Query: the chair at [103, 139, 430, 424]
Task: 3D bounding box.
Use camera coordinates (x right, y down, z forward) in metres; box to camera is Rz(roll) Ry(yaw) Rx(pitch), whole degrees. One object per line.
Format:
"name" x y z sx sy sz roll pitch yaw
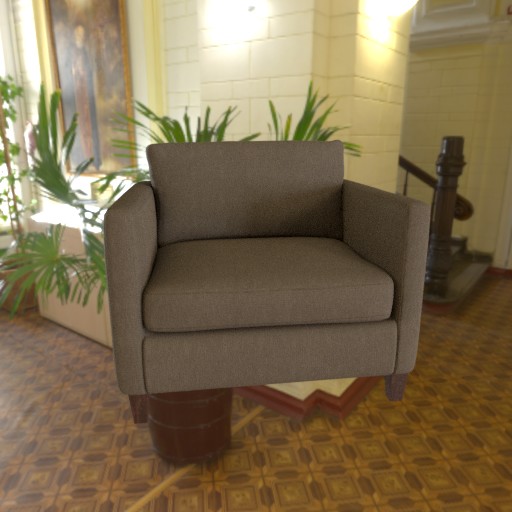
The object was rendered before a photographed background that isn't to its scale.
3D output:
"chair" 0.000 0.000 1.908 1.107 0.963 0.959 -2 15 -8
